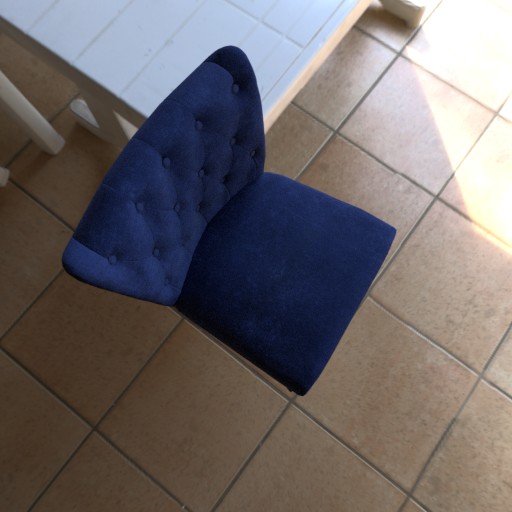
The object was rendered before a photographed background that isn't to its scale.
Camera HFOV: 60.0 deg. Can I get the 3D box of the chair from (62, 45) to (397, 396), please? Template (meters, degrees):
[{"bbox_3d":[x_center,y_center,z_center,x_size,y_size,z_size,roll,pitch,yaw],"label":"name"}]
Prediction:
[{"bbox_3d":[0.000,0.000,1.199,0.606,0.753,0.585,31,77,8],"label":"chair"}]
